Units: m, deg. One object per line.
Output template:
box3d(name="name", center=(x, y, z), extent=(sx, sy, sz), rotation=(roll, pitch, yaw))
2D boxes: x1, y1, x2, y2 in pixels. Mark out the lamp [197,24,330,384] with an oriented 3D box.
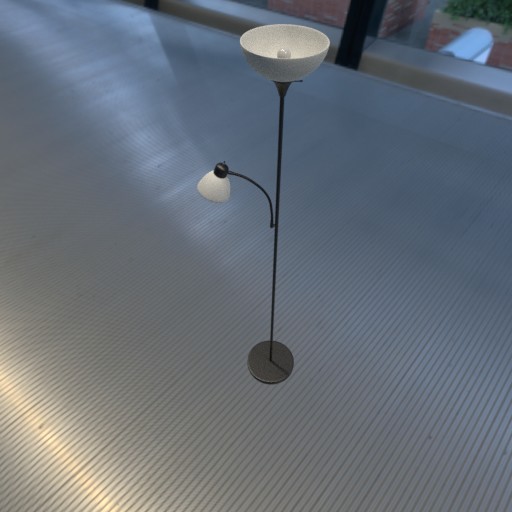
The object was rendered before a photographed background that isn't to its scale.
box3d(name="lamp", center=(0.000, 0.000, 1.949), extent=(0.442, 1.804, 0.279), rotation=(-3, 46, -3))
